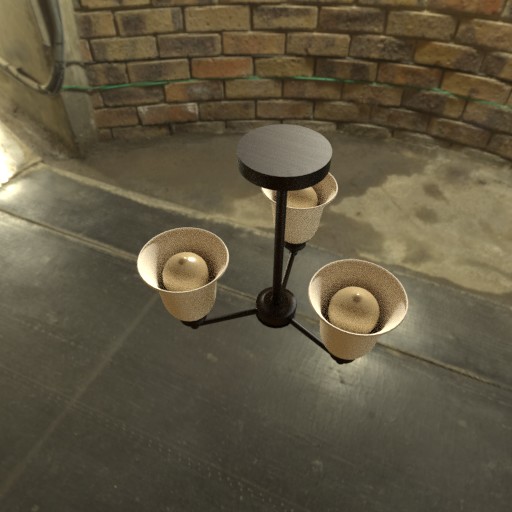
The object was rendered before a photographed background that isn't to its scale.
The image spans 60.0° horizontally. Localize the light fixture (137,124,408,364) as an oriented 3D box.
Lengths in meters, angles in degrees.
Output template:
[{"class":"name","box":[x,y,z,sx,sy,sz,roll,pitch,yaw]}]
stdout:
[{"class":"light fixture","box":[0.000,0.000,0.685,0.354,0.370,0.388,-10,47,-10]}]
